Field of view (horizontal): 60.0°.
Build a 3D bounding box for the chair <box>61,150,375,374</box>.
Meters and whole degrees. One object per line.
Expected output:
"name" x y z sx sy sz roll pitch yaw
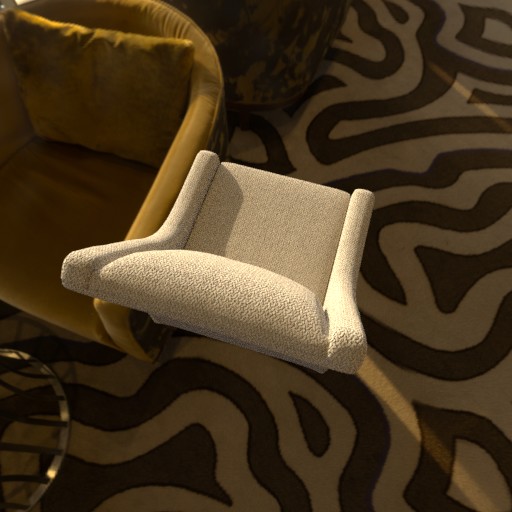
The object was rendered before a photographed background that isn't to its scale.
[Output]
"chair" 0.000 0.000 1.638 0.774 1.014 0.870 15 65 7
